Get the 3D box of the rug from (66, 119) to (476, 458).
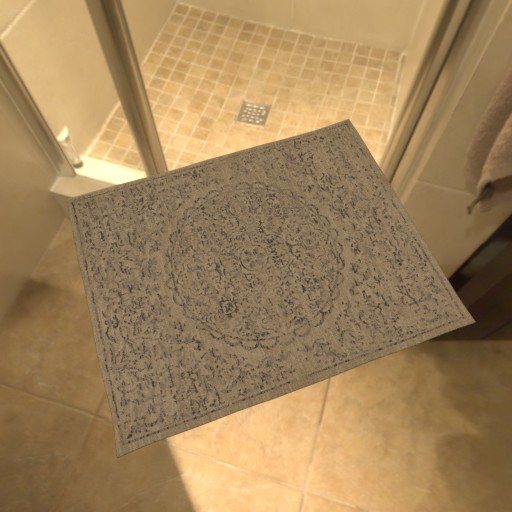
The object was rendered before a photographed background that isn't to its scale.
[{"bbox_3d":[0.000,0.000,3.849,2.925,0.026,2.343,-18,64,-9],"label":"rug"}]
